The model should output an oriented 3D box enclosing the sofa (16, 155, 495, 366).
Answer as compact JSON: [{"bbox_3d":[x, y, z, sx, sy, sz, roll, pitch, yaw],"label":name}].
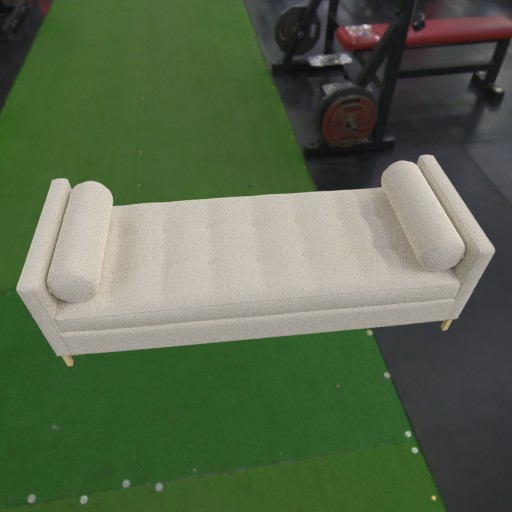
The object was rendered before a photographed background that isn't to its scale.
[{"bbox_3d":[0.000,0.000,2.264,1.985,0.641,0.746,-5,47,-4],"label":"sofa"}]
